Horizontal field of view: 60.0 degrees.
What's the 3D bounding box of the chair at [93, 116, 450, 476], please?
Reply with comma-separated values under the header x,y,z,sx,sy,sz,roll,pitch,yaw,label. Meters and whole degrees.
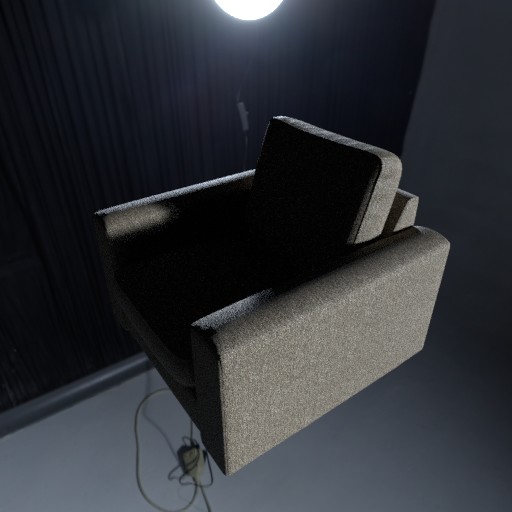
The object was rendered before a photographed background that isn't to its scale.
x,y,z,sx,sy,sz,roll,pitch,yaw,label
0.000,0.000,1.747,1.016,0.873,1.005,-21,38,-29,chair
